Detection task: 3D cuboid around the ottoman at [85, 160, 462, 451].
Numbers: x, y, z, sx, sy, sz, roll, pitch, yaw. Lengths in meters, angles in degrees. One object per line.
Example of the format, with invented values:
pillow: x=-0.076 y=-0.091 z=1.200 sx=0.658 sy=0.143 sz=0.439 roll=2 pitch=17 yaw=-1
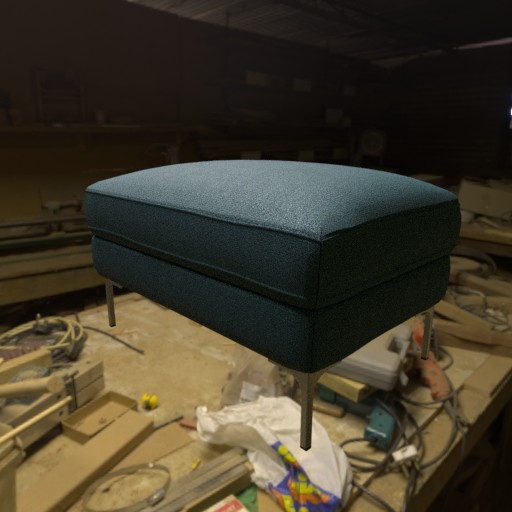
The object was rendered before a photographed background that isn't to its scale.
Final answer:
ottoman: x=0.000 y=0.000 z=1.187 sx=0.563 sy=0.498 sz=0.856 roll=-15 pitch=21 yaw=-42
